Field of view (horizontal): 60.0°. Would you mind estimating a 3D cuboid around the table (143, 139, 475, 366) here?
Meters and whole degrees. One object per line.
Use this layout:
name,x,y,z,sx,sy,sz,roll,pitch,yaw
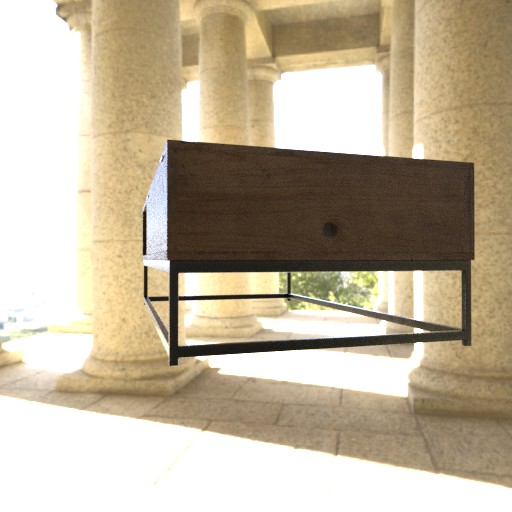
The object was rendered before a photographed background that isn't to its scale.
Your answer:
table,0.000,0.000,1.386,0.655,0.395,1.101,0,0,-17
